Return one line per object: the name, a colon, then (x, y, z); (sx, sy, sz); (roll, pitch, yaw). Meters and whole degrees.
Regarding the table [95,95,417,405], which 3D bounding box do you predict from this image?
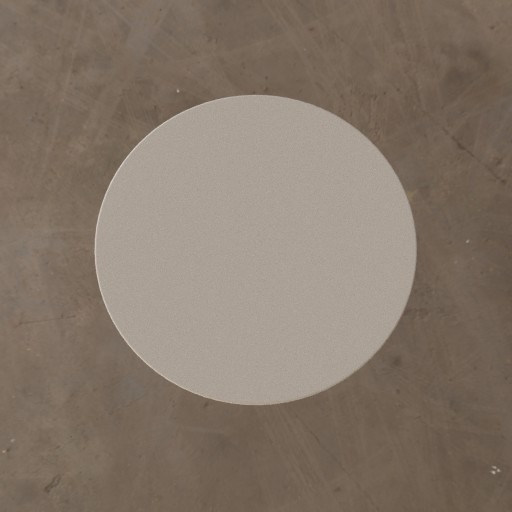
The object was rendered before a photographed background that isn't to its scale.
table: (0.000, 0.000, 1.475); (0.910, 0.457, 0.910); (0, 75, 0)
